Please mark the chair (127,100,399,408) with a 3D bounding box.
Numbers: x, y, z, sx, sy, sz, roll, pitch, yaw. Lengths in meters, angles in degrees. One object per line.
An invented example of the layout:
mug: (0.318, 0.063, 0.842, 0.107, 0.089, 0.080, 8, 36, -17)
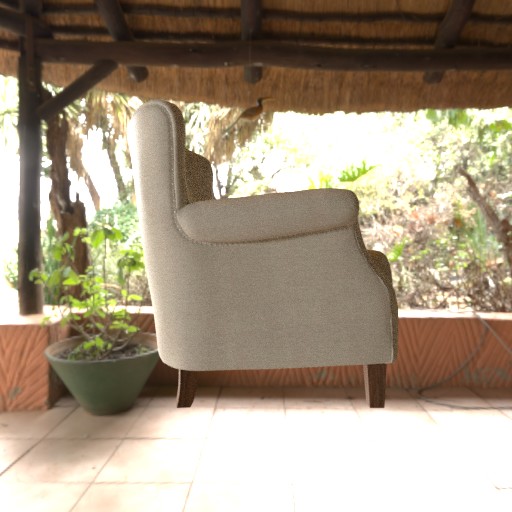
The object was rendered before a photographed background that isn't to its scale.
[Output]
chair: (0.000, 0.000, 1.671, 0.921, 0.936, 0.861, 0, 0, 1)
